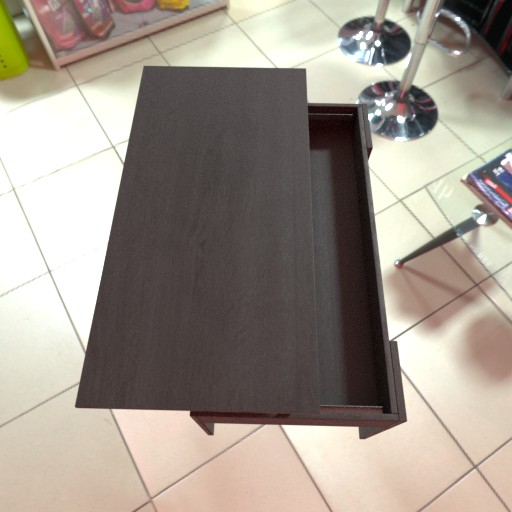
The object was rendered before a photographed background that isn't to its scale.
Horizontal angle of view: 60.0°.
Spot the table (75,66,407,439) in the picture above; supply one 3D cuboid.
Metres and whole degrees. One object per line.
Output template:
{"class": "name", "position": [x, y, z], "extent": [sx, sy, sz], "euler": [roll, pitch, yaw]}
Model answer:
{"class": "table", "position": [0.000, 0.000, 1.374], "extent": [0.711, 0.570, 1.000], "euler": [1, 63, 1]}
